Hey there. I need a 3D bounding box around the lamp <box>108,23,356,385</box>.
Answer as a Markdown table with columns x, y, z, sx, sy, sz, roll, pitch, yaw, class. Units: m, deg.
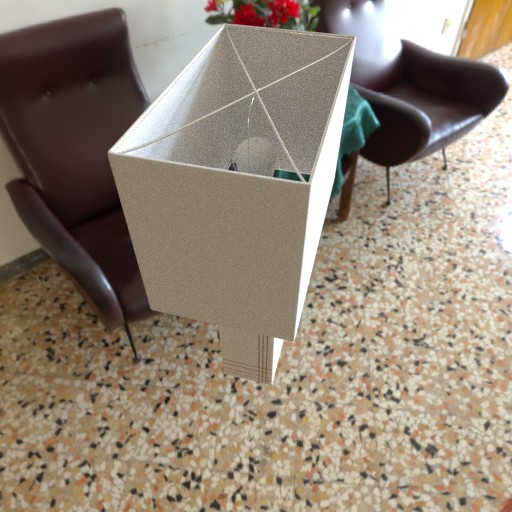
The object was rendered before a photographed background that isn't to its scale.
| x | y | z | sx | sy | sz | roll | pitch | yaw | class |
| --- | --- | --- | --- | --- | --- | --- | --- | --- | --- |
| 0.000 | 0.000 | 0.677 | 0.182 | 0.543 | 0.334 | 11 | 47 | 10 | lamp |
